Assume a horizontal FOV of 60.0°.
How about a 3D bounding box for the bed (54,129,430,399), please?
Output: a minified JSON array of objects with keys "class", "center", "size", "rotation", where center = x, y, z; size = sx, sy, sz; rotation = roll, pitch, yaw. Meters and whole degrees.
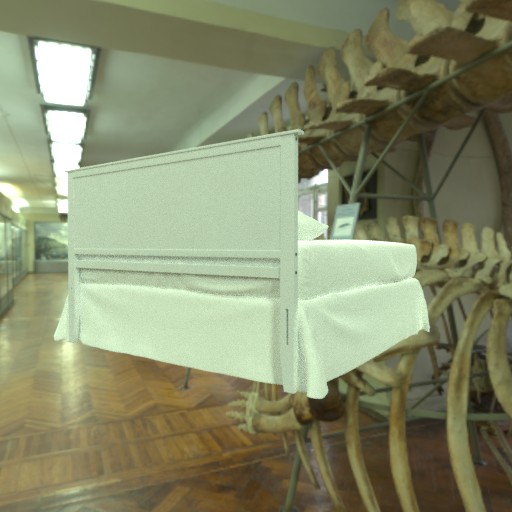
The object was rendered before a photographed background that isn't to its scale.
[{"class":"bed","center":[0.000,0.000,3.577],"size":[2.317,1.273,2.215],"rotation":[1,2,36]}]
